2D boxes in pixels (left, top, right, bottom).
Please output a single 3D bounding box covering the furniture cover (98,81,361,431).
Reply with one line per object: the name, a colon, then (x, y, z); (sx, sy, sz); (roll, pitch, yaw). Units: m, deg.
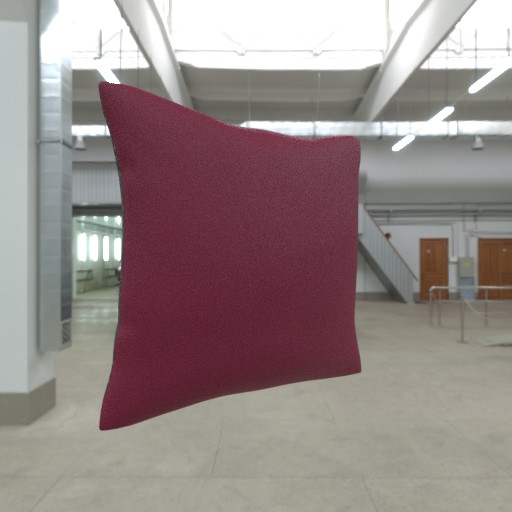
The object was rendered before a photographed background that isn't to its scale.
furniture cover: (0.000, 0.000, 0.796); (0.552, 0.509, 0.193); (0, 0, -35)
